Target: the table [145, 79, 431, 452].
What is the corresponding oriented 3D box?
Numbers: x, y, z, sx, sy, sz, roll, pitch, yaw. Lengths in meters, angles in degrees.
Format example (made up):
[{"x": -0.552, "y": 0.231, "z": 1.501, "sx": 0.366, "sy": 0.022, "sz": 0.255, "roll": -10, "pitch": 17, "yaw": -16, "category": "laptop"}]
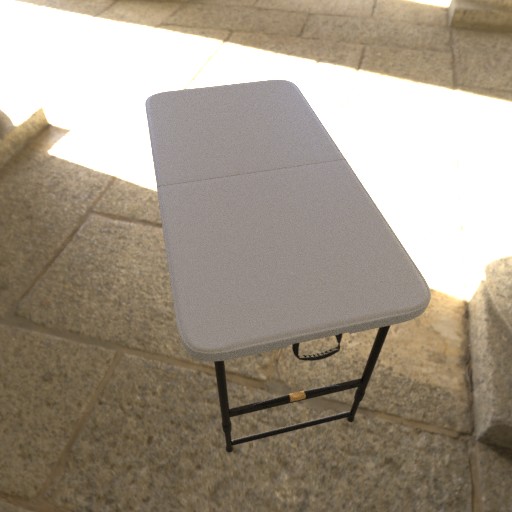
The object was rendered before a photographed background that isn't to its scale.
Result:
[{"x": 0.000, "y": 0.000, "z": 1.645, "sx": 0.611, "sy": 0.737, "sz": 1.245, "roll": -10, "pitch": 48, "yaw": -9, "category": "table"}]
